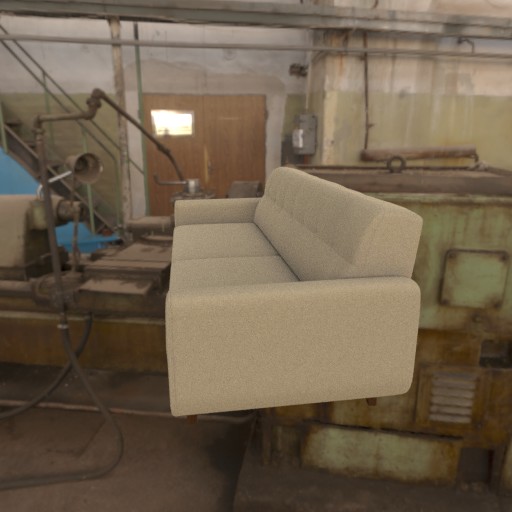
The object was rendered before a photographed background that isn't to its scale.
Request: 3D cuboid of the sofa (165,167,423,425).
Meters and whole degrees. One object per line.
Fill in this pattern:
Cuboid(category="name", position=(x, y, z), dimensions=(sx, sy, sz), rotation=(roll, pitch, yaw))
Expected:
Cuboid(category="sofa", position=(0.000, 0.000, 2.589), dimensions=(0.980, 0.892, 2.137), rotation=(-3, 16, -9))
